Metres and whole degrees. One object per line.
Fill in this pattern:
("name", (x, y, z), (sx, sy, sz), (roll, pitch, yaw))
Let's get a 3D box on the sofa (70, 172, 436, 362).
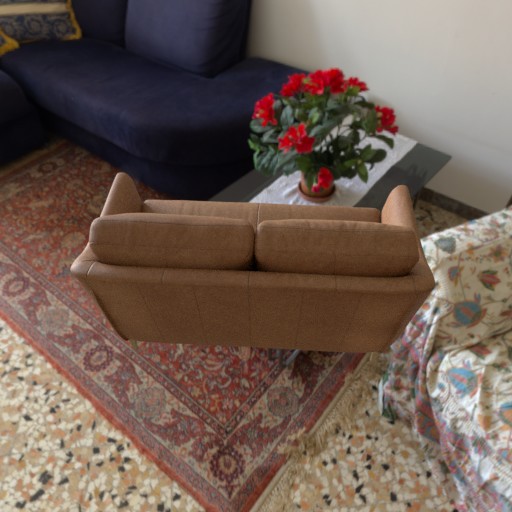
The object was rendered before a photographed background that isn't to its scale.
("sofa", (0.000, 0.000, 2.251), (1.619, 0.902, 0.960), (2, 47, 2))
